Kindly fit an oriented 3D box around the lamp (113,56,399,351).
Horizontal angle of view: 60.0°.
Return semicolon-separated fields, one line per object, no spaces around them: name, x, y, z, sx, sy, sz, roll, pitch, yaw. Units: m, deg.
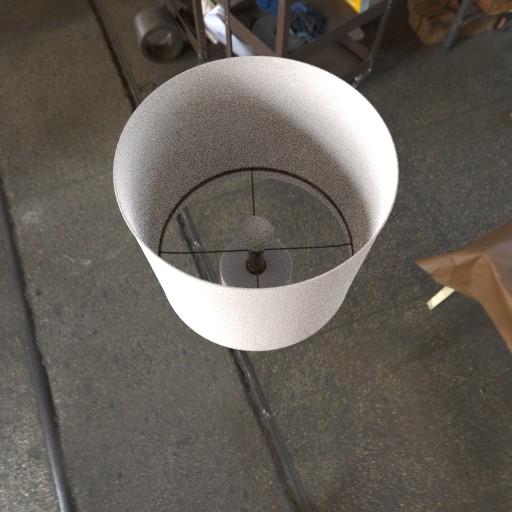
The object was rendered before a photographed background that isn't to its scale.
lamp;0.000;0.000;0.530;0.229;0.380;0.229;0;65;0
